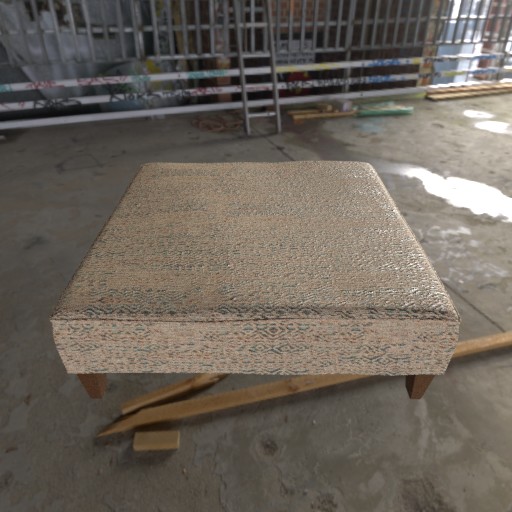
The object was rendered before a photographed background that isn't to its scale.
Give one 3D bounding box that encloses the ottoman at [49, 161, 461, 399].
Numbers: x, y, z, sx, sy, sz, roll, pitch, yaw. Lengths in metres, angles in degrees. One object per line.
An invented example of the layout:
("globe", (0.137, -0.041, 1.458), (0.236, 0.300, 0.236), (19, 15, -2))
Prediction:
("ottoman", (0.000, 0.000, 1.513), (0.968, 0.356, 1.004), (0, 32, 0))
